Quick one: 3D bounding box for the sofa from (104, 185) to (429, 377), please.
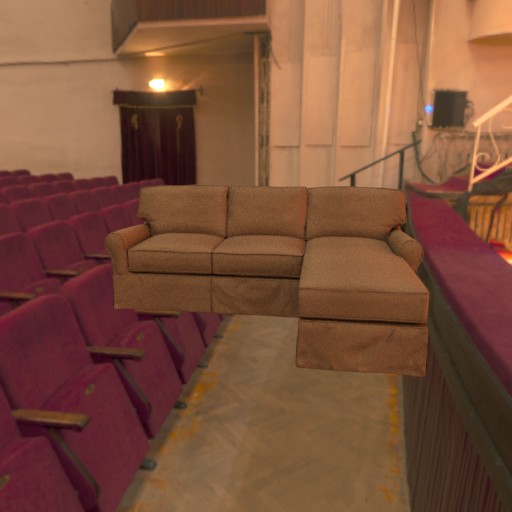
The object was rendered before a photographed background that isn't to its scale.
[{"bbox_3d":[0.000,0.000,3.412,2.475,0.978,1.733,2,13,8],"label":"sofa"}]
